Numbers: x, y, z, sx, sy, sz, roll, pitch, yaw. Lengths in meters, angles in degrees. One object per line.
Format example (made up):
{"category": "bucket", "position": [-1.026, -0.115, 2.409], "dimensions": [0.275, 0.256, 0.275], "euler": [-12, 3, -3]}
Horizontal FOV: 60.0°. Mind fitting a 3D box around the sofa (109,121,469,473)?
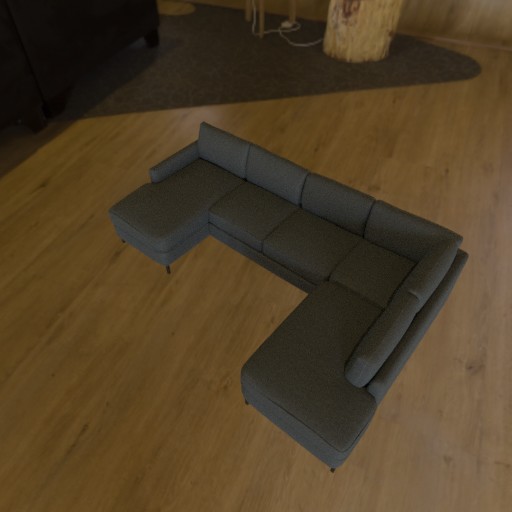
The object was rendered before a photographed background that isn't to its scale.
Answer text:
{"category": "sofa", "position": [0.000, 0.000, 3.833], "dimensions": [2.975, 0.858, 1.984], "euler": [31, 54, 26]}
